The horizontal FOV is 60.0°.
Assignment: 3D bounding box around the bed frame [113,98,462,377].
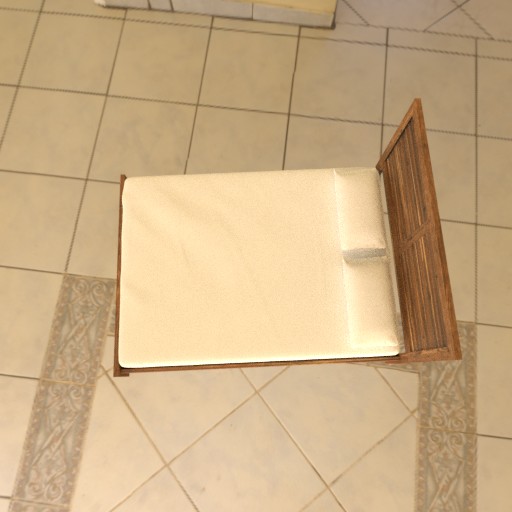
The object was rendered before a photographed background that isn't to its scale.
[{"bbox_3d":[0.000,0.000,3.401,2.276,1.417,1.696,-3,75,-1],"label":"bed frame"}]
